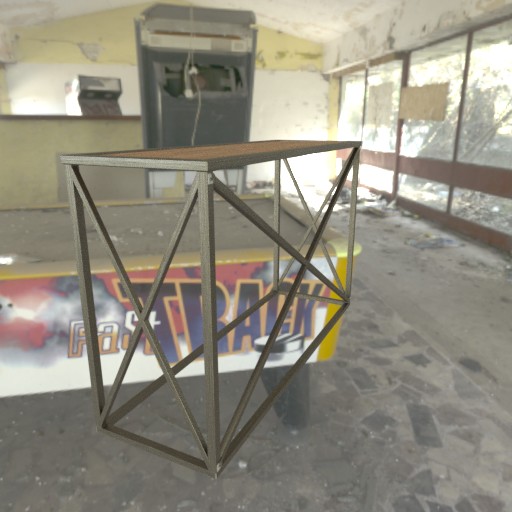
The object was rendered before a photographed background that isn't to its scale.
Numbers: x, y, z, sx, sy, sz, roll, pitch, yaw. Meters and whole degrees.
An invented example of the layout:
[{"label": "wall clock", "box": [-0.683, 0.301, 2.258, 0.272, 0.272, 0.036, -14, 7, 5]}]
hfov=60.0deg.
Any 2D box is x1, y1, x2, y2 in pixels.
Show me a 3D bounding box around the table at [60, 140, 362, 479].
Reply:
[{"label": "table", "box": [0.000, 0.000, 1.561, 0.402, 0.753, 1.216, 8, 18, 25]}]
